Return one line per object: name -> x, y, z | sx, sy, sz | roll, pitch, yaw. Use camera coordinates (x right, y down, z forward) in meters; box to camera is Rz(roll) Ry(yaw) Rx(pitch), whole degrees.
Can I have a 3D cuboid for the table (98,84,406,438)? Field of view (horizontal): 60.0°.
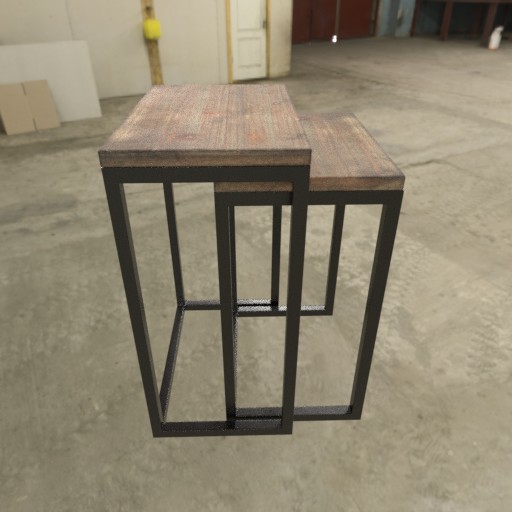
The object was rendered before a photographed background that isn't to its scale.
table -> 0.000, 0.000, 0.952 | 0.460, 0.615, 0.456 | 0, 32, 1
